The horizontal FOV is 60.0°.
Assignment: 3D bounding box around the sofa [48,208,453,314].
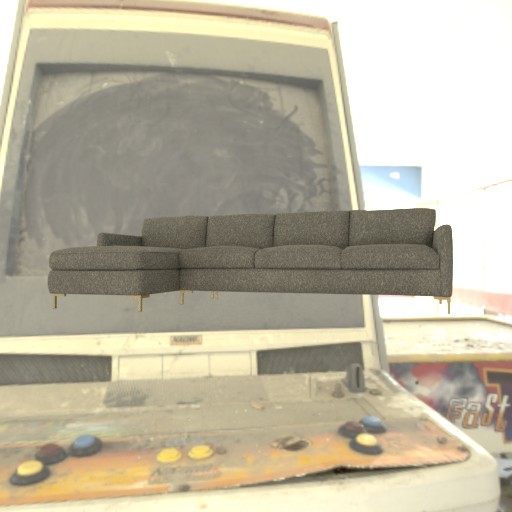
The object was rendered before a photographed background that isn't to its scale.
[{"bbox_3d":[0.000,0.000,3.553,2.932,0.810,1.350,0,-1,18],"label":"sofa"}]
